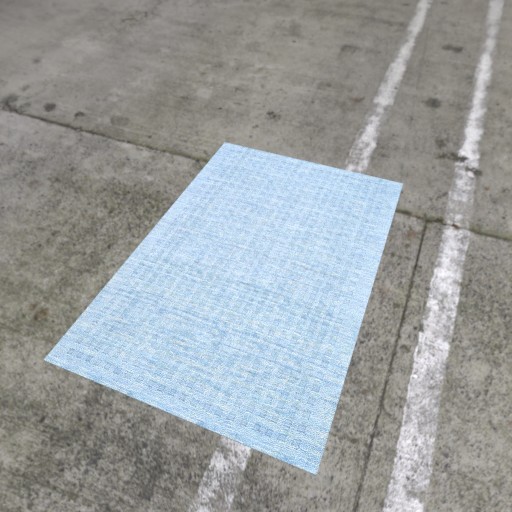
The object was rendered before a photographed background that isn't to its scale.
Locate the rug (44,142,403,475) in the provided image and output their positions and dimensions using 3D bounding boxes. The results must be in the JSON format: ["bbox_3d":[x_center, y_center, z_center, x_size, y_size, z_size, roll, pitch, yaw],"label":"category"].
[{"bbox_3d":[0.000,0.000,2.903,1.522,0.006,2.286,17,49,15],"label":"rug"}]
